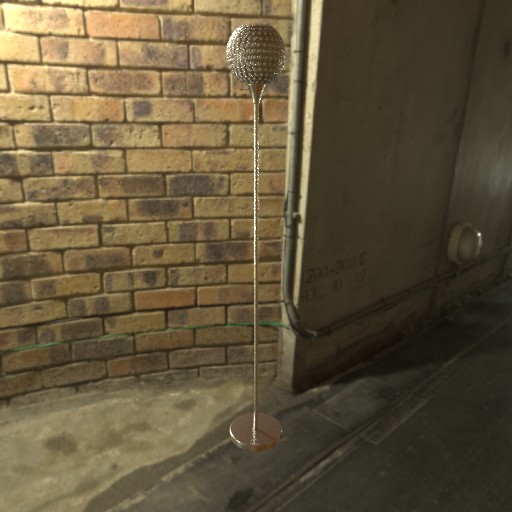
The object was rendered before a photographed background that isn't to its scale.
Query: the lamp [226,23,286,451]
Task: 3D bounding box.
[{"bbox_3d":[0.000,0.000,1.929,0.254,1.805,0.254,0,15,0],"label":"lamp"}]
